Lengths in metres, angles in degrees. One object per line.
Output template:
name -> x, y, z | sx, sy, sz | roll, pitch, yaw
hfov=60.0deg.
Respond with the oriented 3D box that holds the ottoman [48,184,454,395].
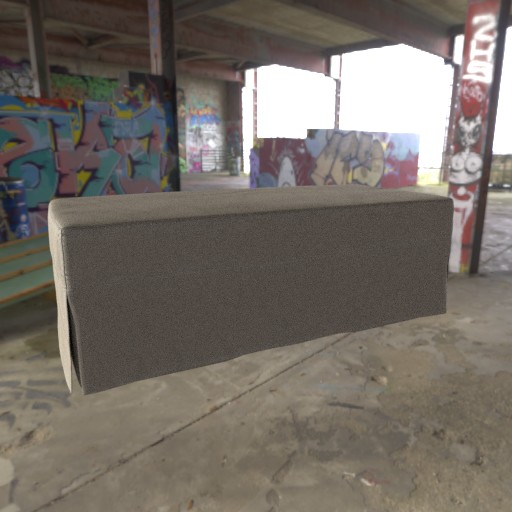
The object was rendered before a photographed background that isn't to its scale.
ottoman -> 0.000, 0.000, 1.648 | 1.388, 0.457, 0.665 | -7, 16, -25
